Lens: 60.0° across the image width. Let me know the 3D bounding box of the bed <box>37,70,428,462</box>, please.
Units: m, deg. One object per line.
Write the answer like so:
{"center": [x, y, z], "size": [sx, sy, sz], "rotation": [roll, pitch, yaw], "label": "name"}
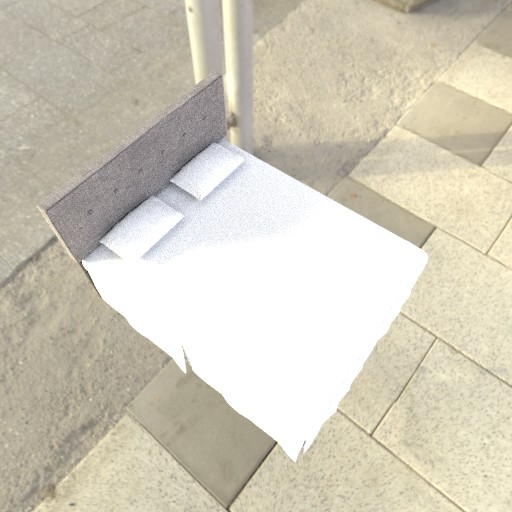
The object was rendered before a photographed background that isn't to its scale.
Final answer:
{"center": [0.000, 0.000, 3.039], "size": [1.958, 1.168, 1.621], "rotation": [33, 63, 19], "label": "bed"}
